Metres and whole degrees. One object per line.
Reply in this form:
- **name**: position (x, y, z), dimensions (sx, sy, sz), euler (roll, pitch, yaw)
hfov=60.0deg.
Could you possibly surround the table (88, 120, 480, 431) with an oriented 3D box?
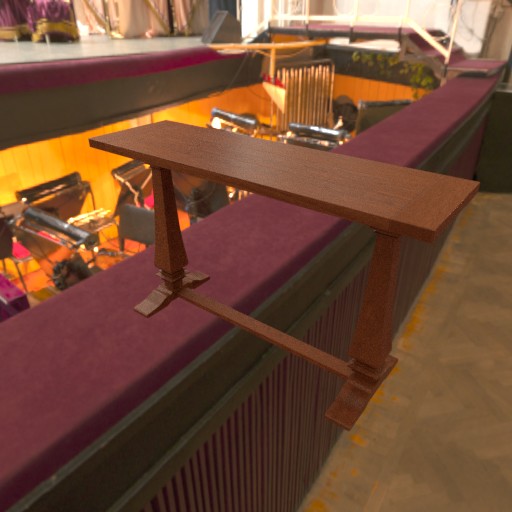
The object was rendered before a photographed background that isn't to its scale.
- **table**: position (0.000, 0.000, 1.874), dimensions (1.478, 0.852, 0.461), euler (21, 35, 32)
